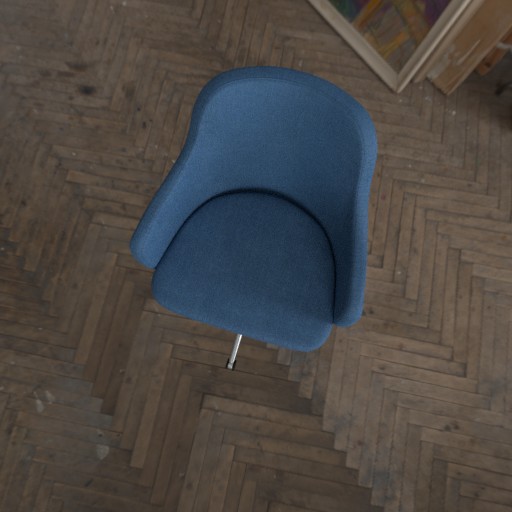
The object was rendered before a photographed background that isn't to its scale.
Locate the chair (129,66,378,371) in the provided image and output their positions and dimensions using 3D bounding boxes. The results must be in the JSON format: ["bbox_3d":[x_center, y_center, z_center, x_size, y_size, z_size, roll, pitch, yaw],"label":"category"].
[{"bbox_3d":[0.000,0.000,1.275,0.599,0.820,0.655,17,76,4],"label":"chair"}]
